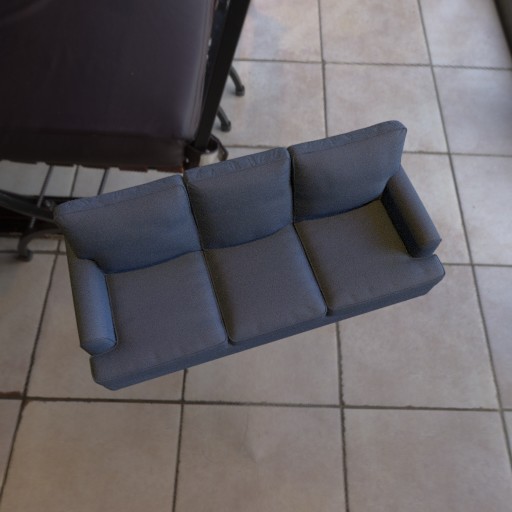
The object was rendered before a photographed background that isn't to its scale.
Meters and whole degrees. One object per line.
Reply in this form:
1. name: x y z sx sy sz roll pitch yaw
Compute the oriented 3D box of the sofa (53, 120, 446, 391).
1. sofa: 0.000 0.000 2.701 2.158 0.965 0.951 -16 66 -7
